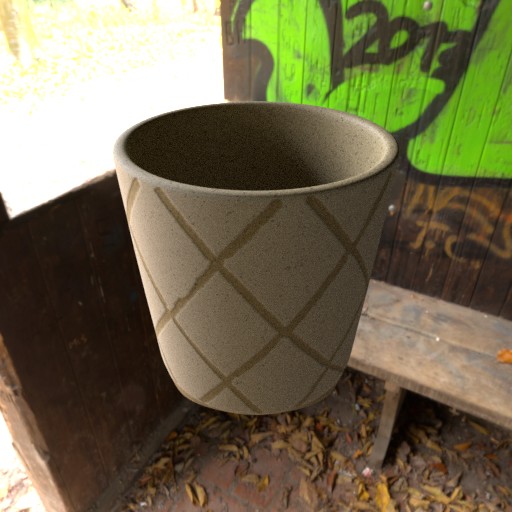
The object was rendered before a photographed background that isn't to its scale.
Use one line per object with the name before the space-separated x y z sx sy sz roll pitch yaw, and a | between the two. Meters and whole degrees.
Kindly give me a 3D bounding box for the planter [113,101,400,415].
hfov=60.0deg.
planter | 0.000 0.000 0.427 0.228 0.235 0.228 0 33 0
